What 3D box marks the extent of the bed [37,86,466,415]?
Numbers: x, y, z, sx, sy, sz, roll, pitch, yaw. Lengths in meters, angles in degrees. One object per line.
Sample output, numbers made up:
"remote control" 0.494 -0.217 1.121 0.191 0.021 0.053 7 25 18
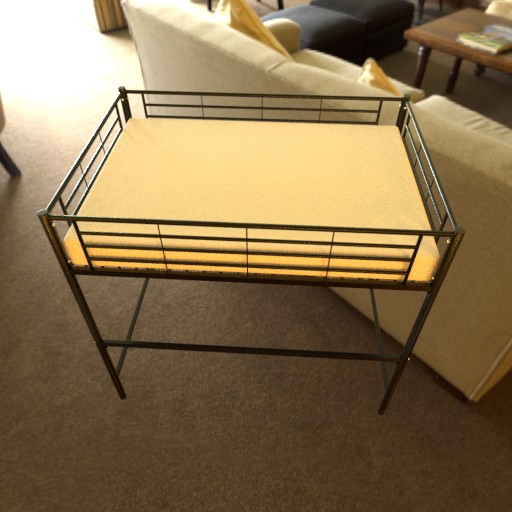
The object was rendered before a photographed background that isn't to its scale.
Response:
"bed" 0.000 0.000 3.159 1.994 1.803 1.397 3 45 3
